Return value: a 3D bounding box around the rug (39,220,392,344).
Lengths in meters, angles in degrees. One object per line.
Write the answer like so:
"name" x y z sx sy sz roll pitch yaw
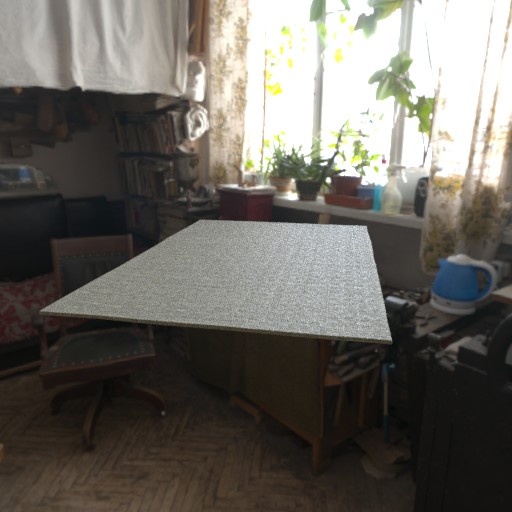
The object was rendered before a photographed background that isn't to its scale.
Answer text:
"rug" 0.000 0.000 2.931 1.532 0.018 2.297 3 15 11
